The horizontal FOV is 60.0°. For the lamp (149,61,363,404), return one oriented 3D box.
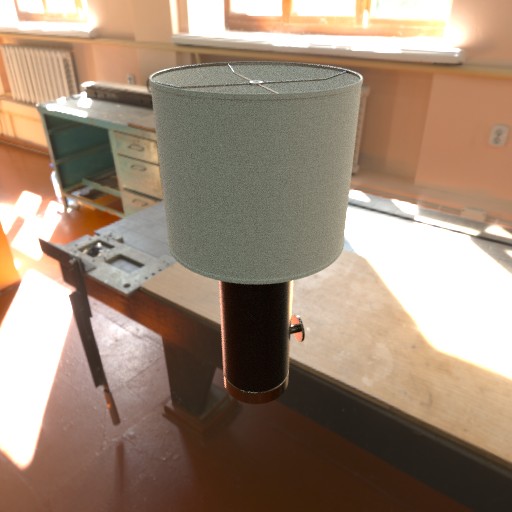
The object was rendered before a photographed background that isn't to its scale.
[{"bbox_3d":[0.000,0.000,0.629,0.240,0.482,0.241,-10,32,-16],"label":"lamp"}]
